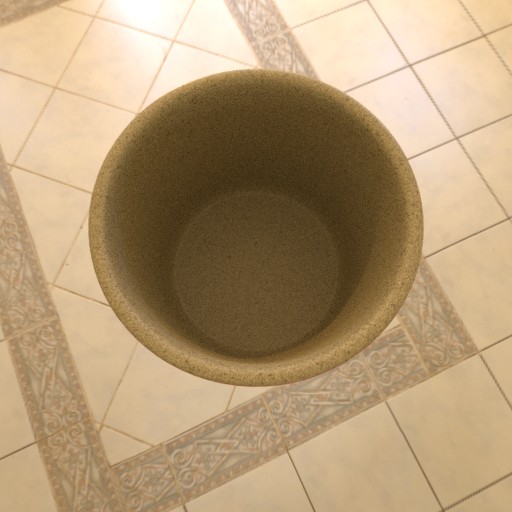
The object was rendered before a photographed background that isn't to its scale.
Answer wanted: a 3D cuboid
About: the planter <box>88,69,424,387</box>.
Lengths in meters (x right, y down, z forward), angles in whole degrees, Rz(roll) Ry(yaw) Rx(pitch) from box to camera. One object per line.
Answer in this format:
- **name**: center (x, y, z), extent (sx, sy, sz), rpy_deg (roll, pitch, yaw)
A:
- **planter**: center (0.000, 0.000, 0.412), extent (0.227, 0.235, 0.227), rpy_deg (0, 75, 0)
